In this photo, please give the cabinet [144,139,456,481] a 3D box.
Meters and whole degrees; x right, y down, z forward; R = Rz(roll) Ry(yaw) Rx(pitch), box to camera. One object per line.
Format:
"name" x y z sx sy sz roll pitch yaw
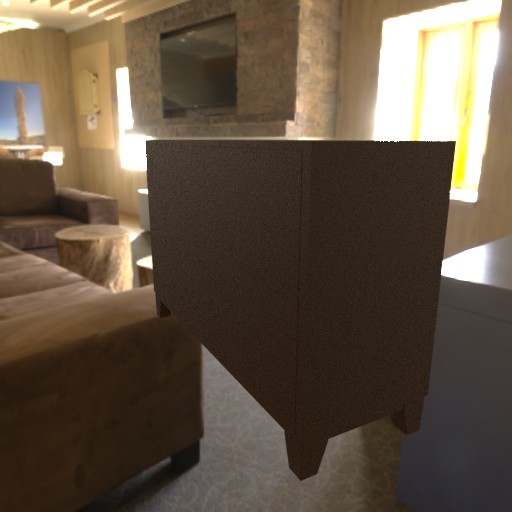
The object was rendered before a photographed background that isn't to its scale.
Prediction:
"cabinet" 0.000 0.000 1.805 0.482 0.914 1.396 -8 17 -28
